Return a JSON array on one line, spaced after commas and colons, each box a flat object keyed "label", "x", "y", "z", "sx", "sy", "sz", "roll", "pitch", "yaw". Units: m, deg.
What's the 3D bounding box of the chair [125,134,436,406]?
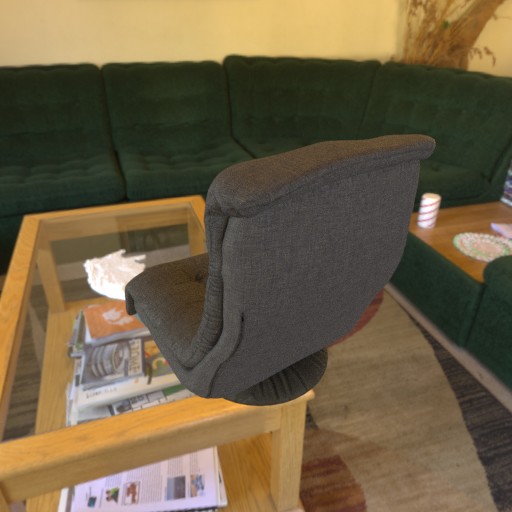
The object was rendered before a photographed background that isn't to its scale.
[{"label": "chair", "x": 0.000, "y": 0.000, "z": 1.227, "sx": 0.597, "sy": 0.749, "sz": 0.668, "roll": -20, "pitch": 36, "yaw": -30}]
